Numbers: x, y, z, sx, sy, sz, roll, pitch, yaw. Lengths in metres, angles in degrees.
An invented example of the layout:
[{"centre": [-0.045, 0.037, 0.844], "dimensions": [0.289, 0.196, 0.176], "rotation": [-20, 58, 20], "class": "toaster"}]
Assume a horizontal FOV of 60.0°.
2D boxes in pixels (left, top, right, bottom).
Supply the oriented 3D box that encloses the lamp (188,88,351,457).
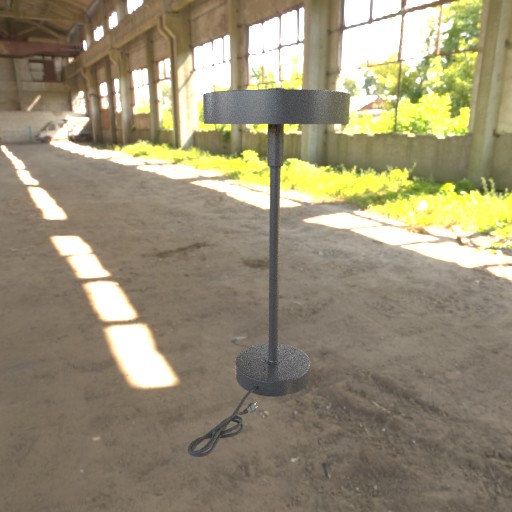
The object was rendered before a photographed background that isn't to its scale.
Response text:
[{"centre": [0.000, 0.000, 0.705], "dimensions": [0.229, 0.508, 0.369], "rotation": [8, 19, 26], "class": "lamp"}]
